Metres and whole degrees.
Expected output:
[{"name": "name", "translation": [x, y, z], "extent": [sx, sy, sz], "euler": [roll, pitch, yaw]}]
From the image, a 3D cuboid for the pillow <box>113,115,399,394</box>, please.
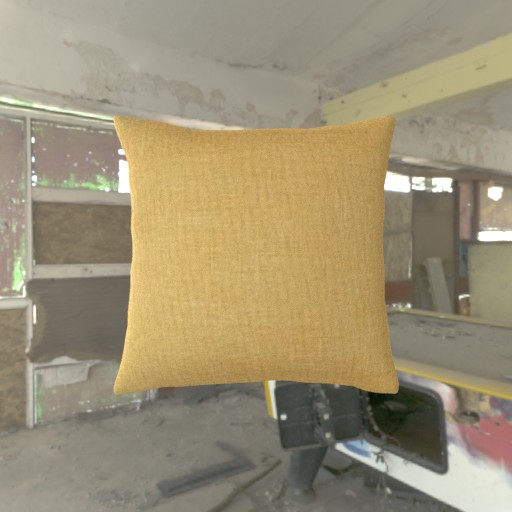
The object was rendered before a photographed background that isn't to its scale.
[{"name": "pillow", "translation": [0.000, 0.000, 0.648], "extent": [0.419, 0.407, 0.173], "euler": [0, 1, 0]}]
